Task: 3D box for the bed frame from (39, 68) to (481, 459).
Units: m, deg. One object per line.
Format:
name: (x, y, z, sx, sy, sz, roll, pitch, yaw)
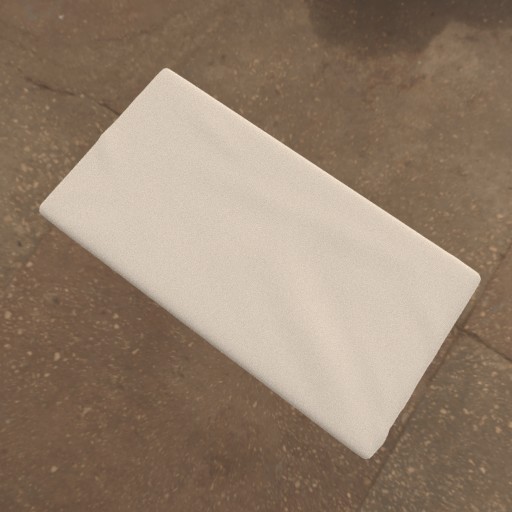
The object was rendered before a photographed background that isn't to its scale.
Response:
bed frame: (0.000, 0.000, 2.325, 1.903, 0.619, 0.989, 35, 79, 8)
